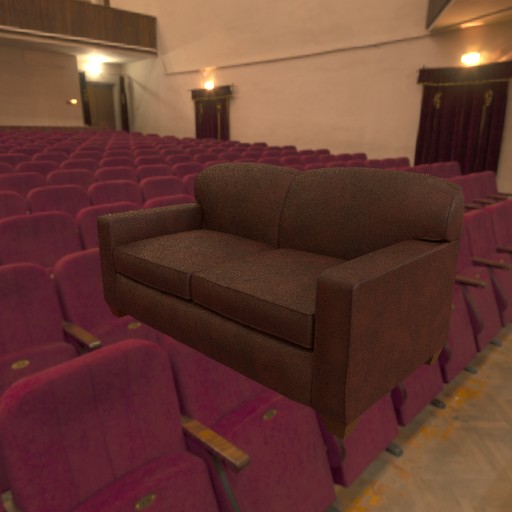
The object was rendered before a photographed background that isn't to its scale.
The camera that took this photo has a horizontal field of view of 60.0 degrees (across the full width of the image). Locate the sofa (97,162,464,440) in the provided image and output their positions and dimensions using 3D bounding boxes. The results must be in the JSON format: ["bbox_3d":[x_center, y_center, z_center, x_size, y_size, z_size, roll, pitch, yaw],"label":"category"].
[{"bbox_3d":[0.000,0.000,2.461,1.856,0.966,1.000,14,21,42],"label":"sofa"}]
